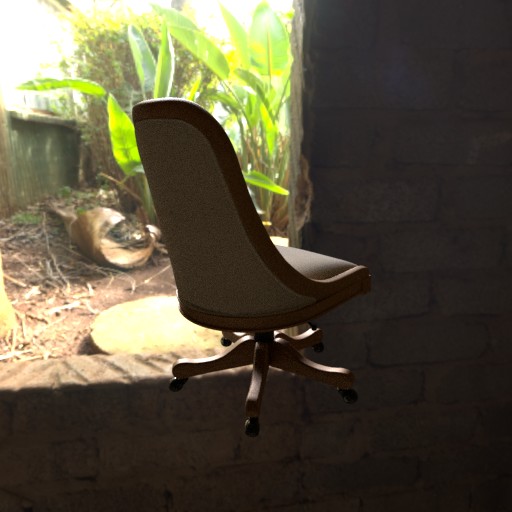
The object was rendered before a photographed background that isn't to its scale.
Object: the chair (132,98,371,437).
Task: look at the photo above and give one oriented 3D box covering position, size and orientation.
[{"bbox_3d":[0.000,0.000,1.578,0.811,1.009,0.702,-13,20,-42],"label":"chair"}]
